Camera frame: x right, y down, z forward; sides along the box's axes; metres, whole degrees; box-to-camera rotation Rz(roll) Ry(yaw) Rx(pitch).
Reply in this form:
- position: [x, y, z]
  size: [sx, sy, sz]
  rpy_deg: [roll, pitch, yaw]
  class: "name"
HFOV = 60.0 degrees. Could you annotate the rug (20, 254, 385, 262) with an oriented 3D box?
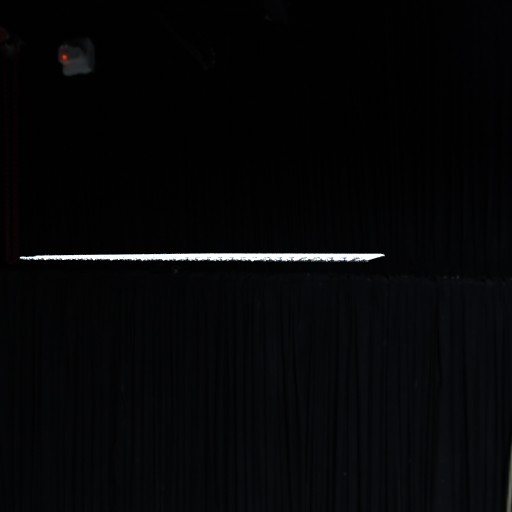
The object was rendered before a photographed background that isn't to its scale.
- position: [0.000, 0.000, 2.307]
  size: [1.243, 0.013, 1.872]
  rpy_deg: [0, 1, 18]
  class: "rug"
